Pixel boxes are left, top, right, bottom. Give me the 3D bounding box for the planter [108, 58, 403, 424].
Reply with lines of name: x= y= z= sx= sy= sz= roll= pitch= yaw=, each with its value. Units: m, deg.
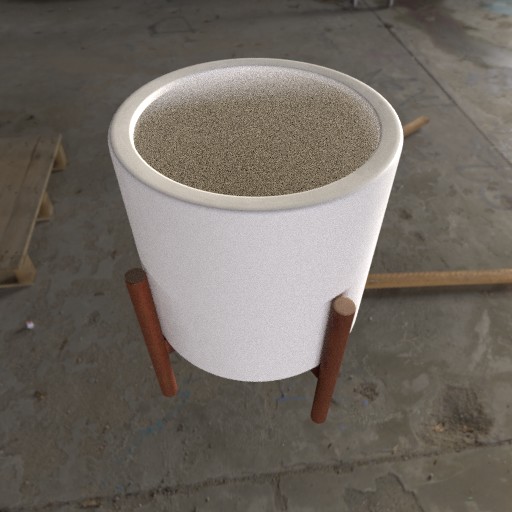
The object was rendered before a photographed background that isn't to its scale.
planter: x=0.000 y=0.000 z=0.851 sx=0.421 sy=0.581 sz=0.420 roll=9 pitch=47 yaw=9
